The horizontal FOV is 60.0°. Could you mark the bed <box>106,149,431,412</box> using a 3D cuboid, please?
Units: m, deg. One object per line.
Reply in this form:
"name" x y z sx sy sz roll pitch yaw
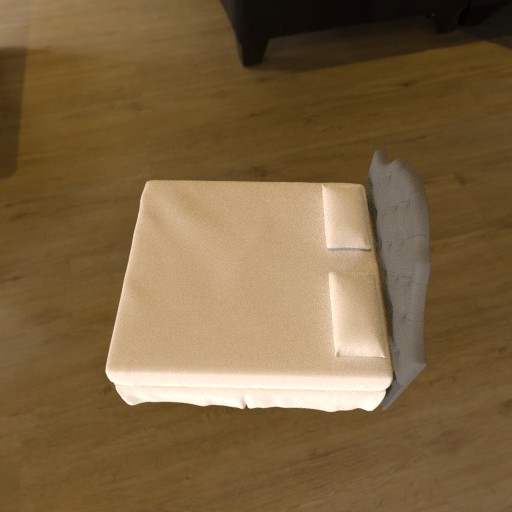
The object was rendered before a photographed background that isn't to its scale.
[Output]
"bed" 0.000 0.000 3.566 2.214 1.615 2.008 1 56 1
